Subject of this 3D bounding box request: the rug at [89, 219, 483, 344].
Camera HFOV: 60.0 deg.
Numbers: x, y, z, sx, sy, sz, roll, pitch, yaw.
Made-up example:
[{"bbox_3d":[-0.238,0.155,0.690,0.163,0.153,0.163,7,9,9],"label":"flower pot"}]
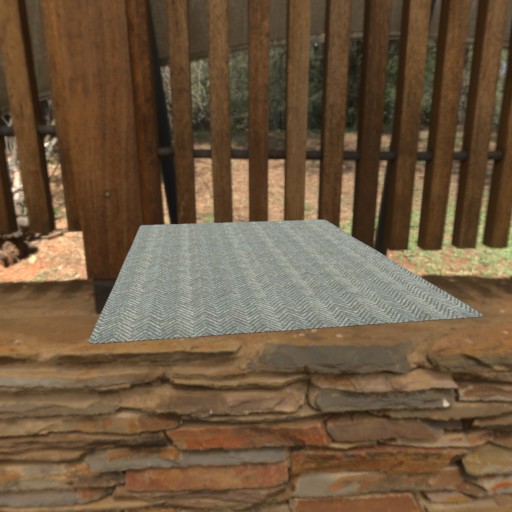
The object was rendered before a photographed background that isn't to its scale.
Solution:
[{"bbox_3d":[0.000,0.000,5.029,2.894,0.011,3.957,-2,16,-9],"label":"rug"}]
